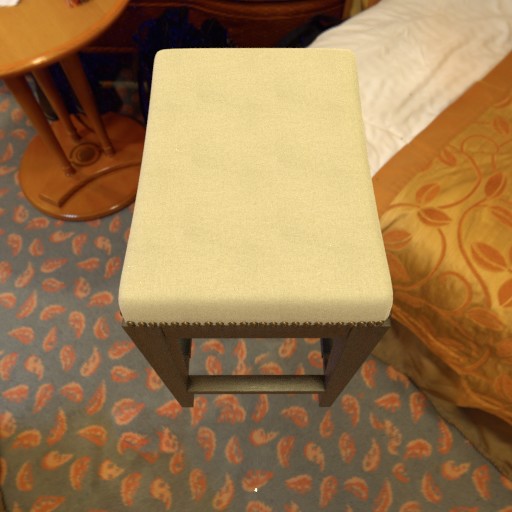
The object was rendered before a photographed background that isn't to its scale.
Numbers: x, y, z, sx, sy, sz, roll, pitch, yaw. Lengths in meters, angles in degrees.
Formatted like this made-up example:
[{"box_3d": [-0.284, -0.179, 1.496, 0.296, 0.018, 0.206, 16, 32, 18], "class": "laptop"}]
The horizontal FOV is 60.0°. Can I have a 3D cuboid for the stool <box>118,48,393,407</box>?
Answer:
[{"box_3d": [0.000, 0.000, 0.915, 0.361, 0.642, 0.500, 0, 62, 0], "class": "stool"}]
